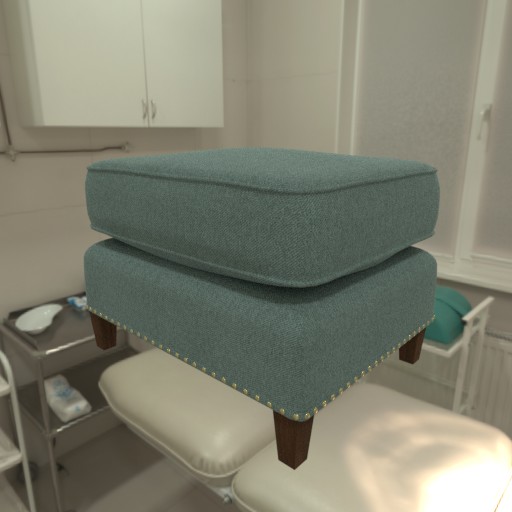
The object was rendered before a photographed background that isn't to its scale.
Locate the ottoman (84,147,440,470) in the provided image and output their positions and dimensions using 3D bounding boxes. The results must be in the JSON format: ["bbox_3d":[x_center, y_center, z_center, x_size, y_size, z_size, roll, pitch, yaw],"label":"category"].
[{"bbox_3d":[0.000,0.000,1.127,0.738,0.537,0.589,14,21,40],"label":"ottoman"}]
